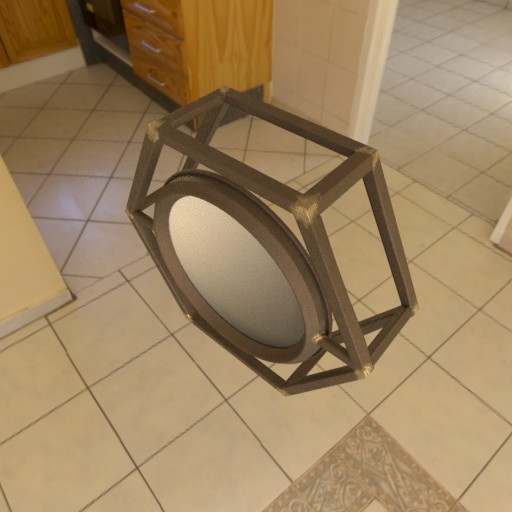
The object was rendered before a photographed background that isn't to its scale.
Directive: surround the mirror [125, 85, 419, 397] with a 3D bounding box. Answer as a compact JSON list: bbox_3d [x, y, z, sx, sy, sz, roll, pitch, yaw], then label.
[{"bbox_3d":[0.000,0.000,0.549,0.380,0.334,0.119,32,55,26],"label":"mirror"}]
